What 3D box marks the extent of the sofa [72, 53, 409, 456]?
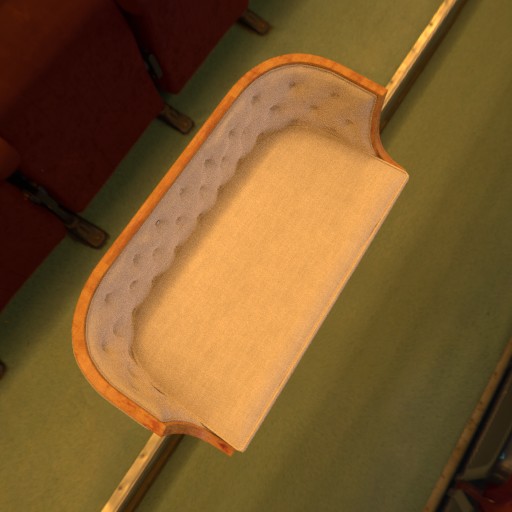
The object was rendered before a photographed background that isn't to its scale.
[{"bbox_3d":[0.000,0.000,1.890,0.770,0.775,1.474,32,77,8],"label":"sofa"}]
